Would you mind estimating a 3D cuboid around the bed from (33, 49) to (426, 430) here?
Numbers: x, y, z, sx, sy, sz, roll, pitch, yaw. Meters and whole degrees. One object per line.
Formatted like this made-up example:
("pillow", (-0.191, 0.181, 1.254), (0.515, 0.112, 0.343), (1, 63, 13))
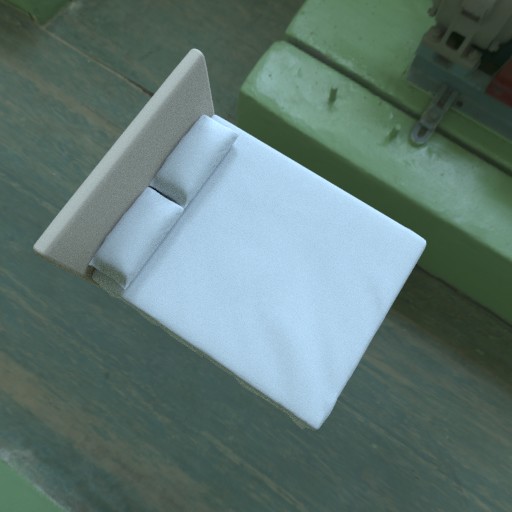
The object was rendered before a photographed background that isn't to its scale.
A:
("bed", (0.000, 0.000, 3.275), (2.142, 1.330, 1.748), (33, 78, 8))
